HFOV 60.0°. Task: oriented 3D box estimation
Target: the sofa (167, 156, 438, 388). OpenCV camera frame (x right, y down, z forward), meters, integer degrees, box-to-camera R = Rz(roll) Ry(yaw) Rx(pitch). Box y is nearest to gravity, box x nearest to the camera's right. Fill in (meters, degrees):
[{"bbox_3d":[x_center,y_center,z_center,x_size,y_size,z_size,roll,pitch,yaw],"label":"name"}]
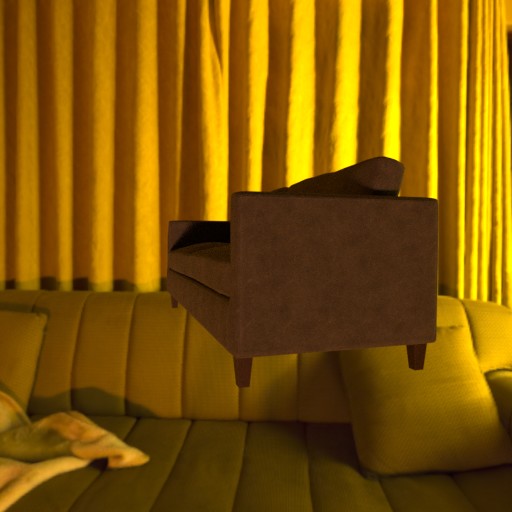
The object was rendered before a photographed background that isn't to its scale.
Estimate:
[{"bbox_3d":[0.000,0.000,2.939,0.951,0.965,2.434,-1,2,-17],"label":"sofa"}]
